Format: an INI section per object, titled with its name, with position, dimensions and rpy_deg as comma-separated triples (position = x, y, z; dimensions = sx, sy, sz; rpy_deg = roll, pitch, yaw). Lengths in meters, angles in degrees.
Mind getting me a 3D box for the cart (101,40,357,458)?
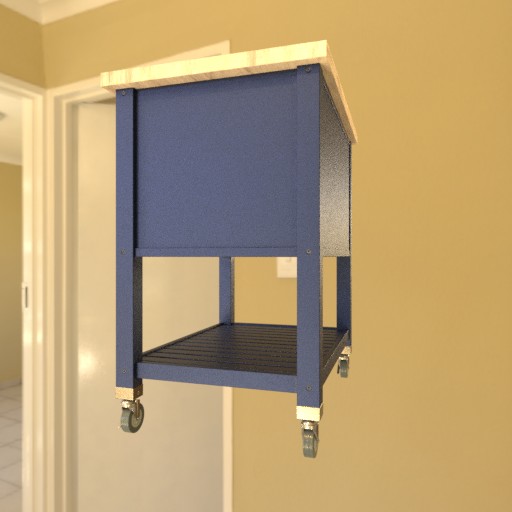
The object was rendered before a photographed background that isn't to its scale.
[cart]
position = 0.000, 0.000, 1.408
dimensions = 0.567, 0.920, 0.797
rpy_deg = 0, 0, 18
